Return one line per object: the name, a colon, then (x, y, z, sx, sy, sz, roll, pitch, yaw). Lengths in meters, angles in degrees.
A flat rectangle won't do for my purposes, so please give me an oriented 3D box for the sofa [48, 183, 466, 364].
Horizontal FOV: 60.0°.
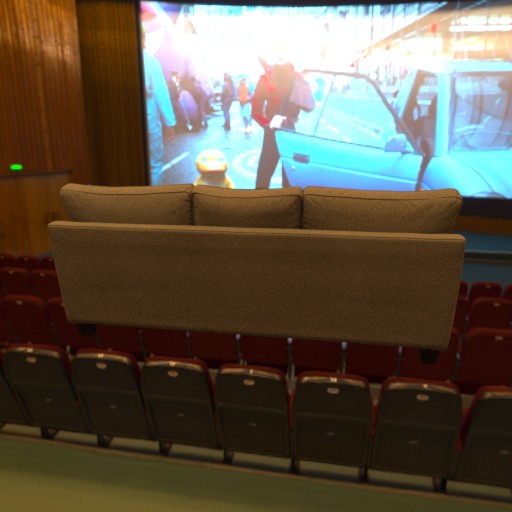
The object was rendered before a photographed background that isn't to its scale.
sofa: (0.000, 0.000, 2.922, 2.323, 0.991, 1.016, 3, 15, 9)
